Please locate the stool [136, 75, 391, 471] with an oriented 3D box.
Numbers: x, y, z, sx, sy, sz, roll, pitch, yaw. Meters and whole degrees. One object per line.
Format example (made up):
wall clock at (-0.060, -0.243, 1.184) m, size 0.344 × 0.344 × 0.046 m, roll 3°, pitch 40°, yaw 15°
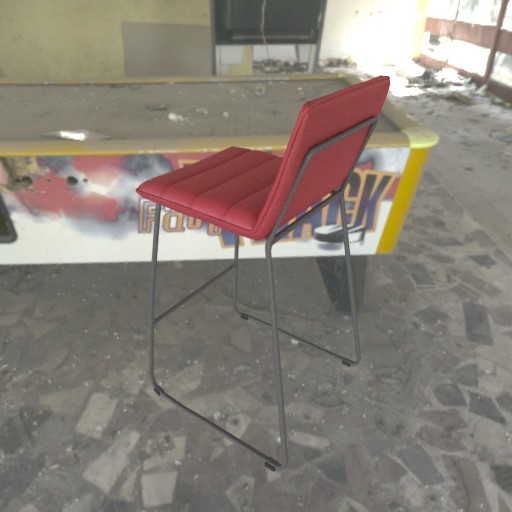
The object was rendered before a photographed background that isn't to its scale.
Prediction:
stool at (0.000, 0.000, 1.218) m, size 0.524 × 0.937 × 0.489 m, roll 20°, pitch 36°, yaw 30°
